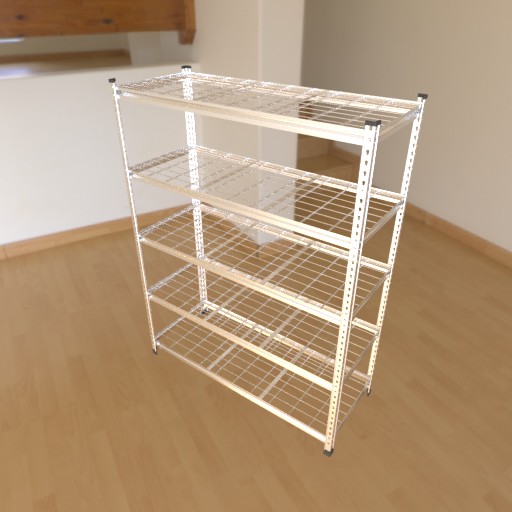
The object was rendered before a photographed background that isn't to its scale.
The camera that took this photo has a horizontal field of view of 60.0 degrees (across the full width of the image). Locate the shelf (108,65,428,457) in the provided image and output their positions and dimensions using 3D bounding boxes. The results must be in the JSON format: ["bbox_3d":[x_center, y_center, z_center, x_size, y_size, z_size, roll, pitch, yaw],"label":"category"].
[{"bbox_3d":[0.000,0.000,2.725,1.524,1.981,0.610,20,37,30],"label":"shelf"}]
